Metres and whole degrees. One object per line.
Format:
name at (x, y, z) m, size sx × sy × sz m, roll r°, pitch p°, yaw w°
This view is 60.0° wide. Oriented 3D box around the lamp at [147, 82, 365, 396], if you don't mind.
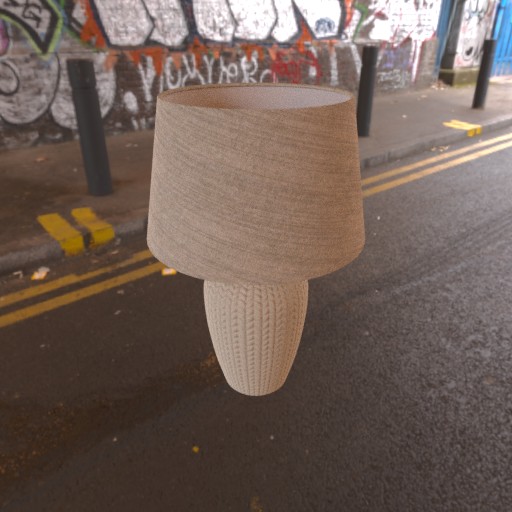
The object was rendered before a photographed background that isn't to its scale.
lamp at (0.000, 0.000, 0.836) m, size 0.390 × 0.580 × 0.390 m, roll 0°, pitch 27°, yaw 0°
